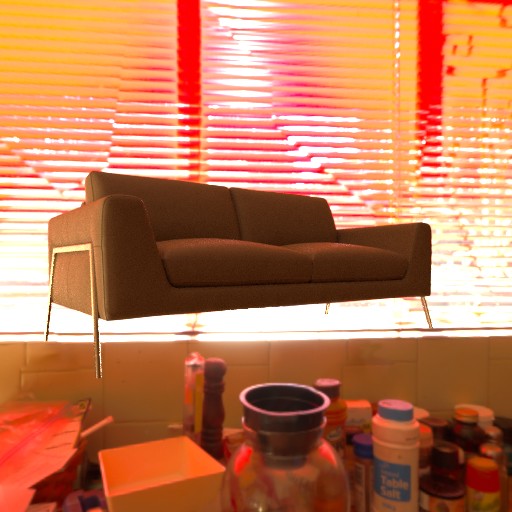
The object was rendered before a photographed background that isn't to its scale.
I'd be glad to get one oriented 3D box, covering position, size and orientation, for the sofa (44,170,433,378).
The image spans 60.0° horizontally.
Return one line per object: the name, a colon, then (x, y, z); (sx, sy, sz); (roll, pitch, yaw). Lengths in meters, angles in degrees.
sofa: (0.000, 0.000, 2.496); (2.017, 0.875, 0.953); (1, -1, -36)
